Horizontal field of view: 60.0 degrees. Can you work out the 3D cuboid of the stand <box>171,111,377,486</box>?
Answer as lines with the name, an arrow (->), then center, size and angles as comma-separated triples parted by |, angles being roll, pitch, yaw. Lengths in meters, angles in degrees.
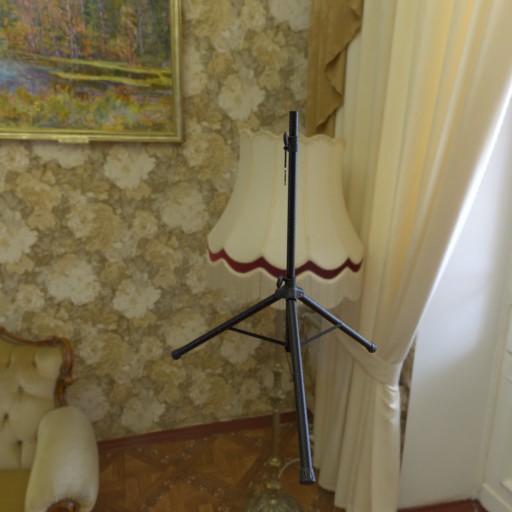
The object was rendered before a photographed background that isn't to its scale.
stand -> 0.000, 0.000, 1.838 | 0.907, 1.136, 1.045 | 7, 16, 26
